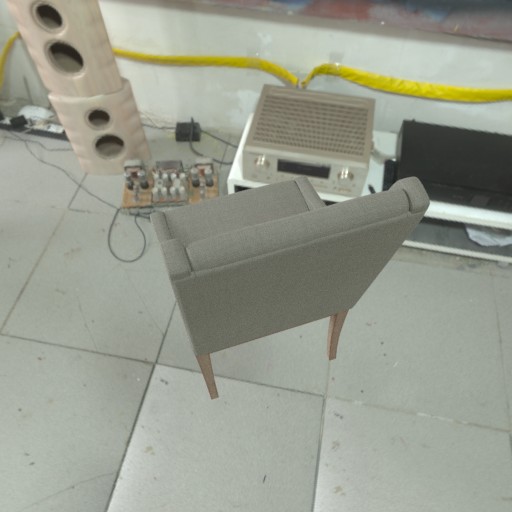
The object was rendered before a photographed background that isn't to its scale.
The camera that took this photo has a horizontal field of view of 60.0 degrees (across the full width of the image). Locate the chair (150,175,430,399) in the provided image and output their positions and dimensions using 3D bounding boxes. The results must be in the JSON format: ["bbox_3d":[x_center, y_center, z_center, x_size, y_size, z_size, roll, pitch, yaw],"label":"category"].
[{"bbox_3d":[0.000,0.000,1.387,0.575,1.021,0.611,-16,58,-10],"label":"chair"}]
